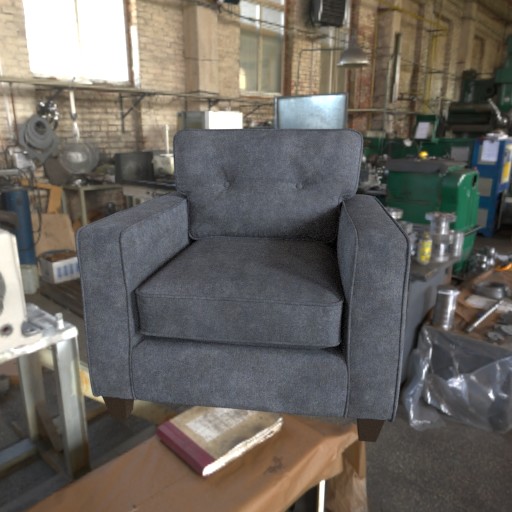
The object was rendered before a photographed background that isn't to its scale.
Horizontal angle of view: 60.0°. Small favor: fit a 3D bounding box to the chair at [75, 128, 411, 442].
[{"bbox_3d":[0.000,0.000,1.736,1.015,0.965,0.939,2,16,8],"label":"chair"}]
